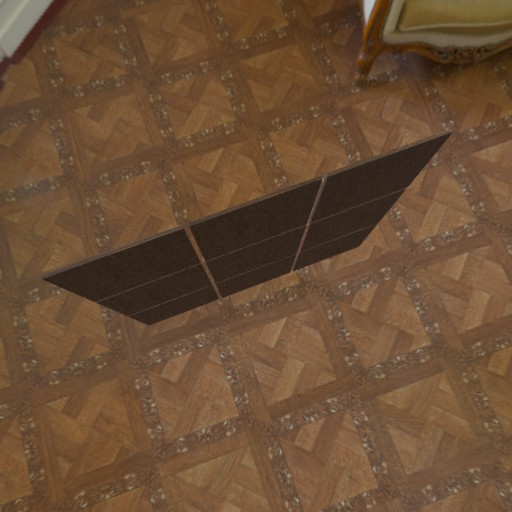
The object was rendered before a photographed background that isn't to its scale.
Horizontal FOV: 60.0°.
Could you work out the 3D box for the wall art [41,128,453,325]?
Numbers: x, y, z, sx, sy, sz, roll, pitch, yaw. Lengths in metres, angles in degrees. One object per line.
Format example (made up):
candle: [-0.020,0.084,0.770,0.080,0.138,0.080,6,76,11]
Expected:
wall art: [0.000,0.000,2.276,1.527,1.525,0.014,-20,76,-5]
